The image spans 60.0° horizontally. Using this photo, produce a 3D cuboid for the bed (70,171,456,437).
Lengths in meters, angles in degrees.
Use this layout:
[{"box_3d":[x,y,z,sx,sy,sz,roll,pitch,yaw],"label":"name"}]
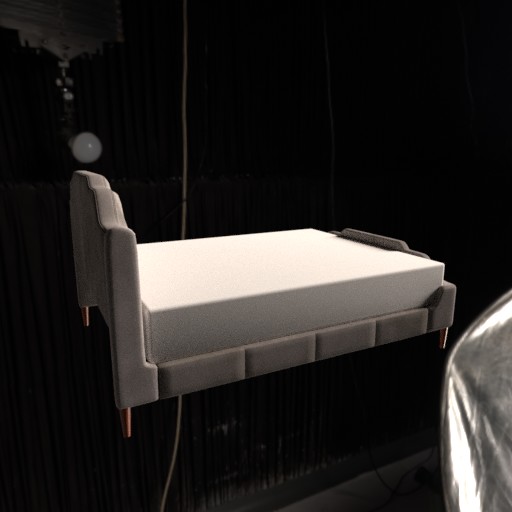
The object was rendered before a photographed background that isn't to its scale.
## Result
[{"box_3d":[0.000,0.000,3.245,2.340,1.245,1.676,-7,15,-26],"label":"bed"}]
